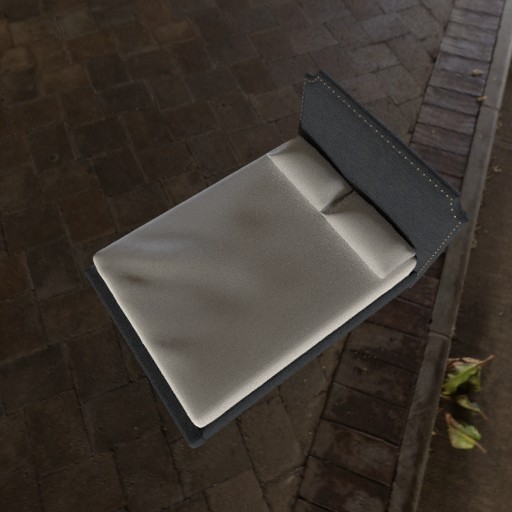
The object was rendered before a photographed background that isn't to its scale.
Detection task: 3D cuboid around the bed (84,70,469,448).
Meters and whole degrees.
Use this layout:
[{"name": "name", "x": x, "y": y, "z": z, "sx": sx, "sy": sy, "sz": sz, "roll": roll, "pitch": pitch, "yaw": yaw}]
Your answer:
[{"name": "bed", "x": 0.000, "y": 0.000, "z": 3.501, "sx": 2.372, "sy": 1.443, "sz": 1.713, "roll": -33, "pitch": 68, "yaw": -15}]
